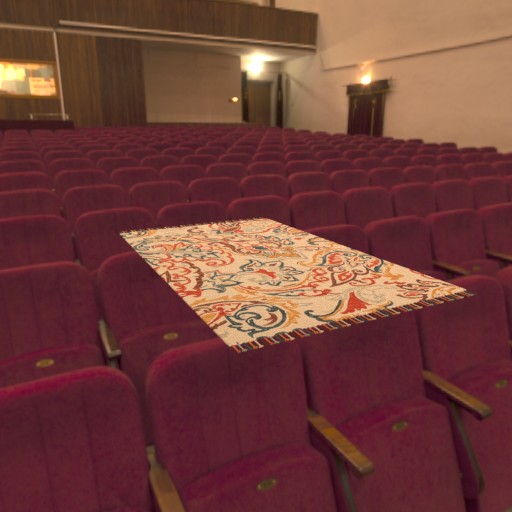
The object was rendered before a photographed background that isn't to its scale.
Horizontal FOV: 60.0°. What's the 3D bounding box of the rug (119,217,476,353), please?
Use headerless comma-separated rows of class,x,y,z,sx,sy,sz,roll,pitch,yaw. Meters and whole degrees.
rug,0.000,0.000,3.303,1.523,0.010,2.584,-8,18,-26
